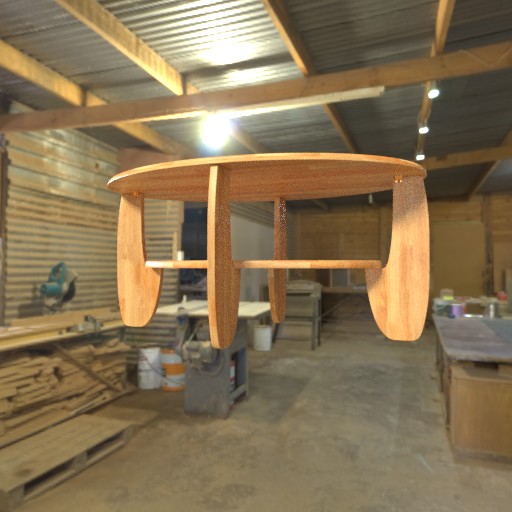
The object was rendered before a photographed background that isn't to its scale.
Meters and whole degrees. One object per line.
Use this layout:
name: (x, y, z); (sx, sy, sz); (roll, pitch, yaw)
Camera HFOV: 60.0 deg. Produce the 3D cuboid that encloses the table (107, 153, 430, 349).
table: (0.000, 0.000, 1.426); (1.040, 0.490, 0.690); (0, -1, 19)
